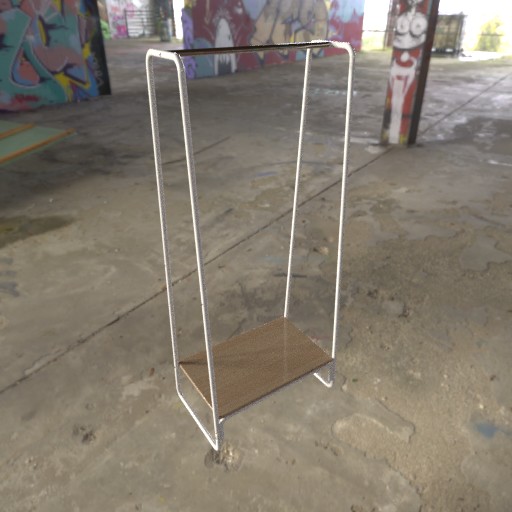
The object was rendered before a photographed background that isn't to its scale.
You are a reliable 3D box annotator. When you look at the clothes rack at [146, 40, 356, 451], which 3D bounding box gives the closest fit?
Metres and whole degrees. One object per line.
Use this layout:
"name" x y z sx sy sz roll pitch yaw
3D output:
"clothes rack" 0.000 0.000 1.743 0.640 1.500 0.400 -18 34 -29
